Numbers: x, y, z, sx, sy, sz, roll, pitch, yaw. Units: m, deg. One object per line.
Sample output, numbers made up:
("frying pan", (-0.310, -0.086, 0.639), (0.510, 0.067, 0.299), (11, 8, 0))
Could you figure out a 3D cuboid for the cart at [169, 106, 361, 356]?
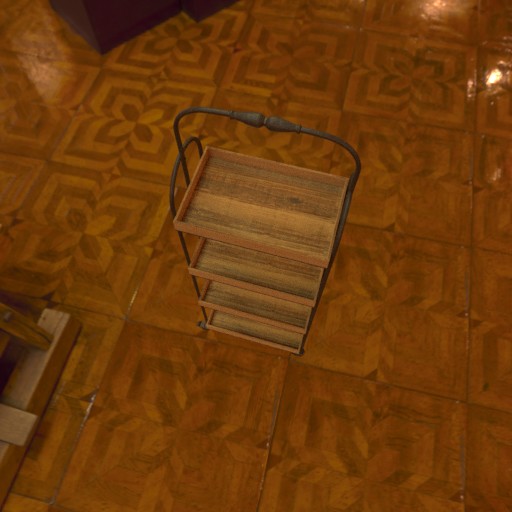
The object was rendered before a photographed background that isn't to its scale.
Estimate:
("cart", (0.000, 0.000, 1.718), (0.581, 1.481, 0.308), (14, 64, 7))
